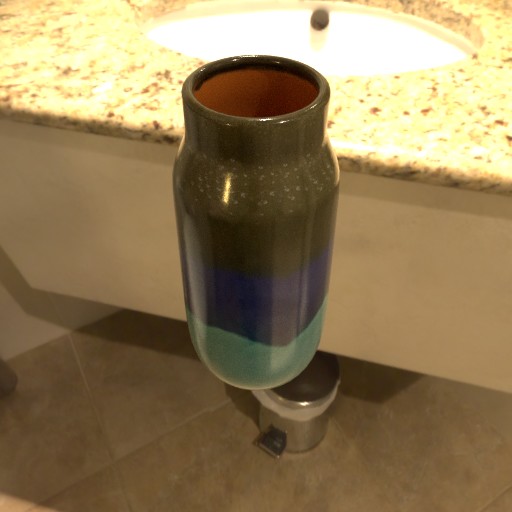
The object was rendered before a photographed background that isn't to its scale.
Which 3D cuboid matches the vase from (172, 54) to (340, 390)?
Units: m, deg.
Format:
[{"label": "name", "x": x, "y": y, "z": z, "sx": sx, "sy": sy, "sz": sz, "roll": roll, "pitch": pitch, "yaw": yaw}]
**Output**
[{"label": "vase", "x": 0.000, "y": 0.000, "z": 0.388, "sx": 0.139, "sy": 0.313, "sz": 0.139, "roll": 0, "pitch": 47, "yaw": 0}]
